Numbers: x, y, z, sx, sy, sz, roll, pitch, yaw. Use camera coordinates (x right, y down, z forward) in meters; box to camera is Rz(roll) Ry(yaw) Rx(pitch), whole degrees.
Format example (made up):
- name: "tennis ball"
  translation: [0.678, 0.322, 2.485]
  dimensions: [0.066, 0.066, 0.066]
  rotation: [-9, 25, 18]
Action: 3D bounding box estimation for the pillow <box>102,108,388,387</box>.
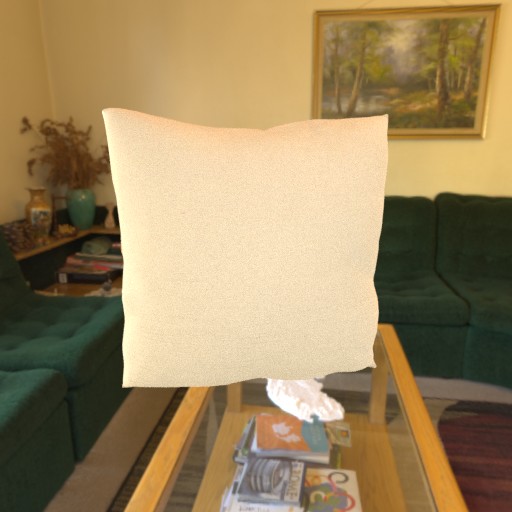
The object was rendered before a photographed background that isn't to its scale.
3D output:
- name: "pillow"
  translation: [0.000, 0.000, 0.712]
  dimensions: [0.450, 0.448, 0.245]
  rotation: [-2, 15, -9]
